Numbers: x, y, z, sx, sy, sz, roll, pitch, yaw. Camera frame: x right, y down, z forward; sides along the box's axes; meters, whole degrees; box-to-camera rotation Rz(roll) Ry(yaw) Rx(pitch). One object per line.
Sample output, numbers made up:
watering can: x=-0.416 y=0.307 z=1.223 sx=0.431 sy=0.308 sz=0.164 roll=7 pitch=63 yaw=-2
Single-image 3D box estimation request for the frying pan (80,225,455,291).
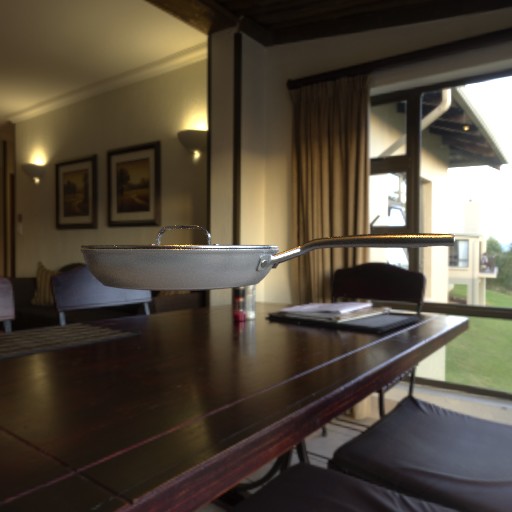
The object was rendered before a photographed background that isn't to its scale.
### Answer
frying pan: x=0.000 y=0.000 z=0.597 sx=0.490 sy=0.086 sz=0.272 roll=0 pitch=1 yaw=18
